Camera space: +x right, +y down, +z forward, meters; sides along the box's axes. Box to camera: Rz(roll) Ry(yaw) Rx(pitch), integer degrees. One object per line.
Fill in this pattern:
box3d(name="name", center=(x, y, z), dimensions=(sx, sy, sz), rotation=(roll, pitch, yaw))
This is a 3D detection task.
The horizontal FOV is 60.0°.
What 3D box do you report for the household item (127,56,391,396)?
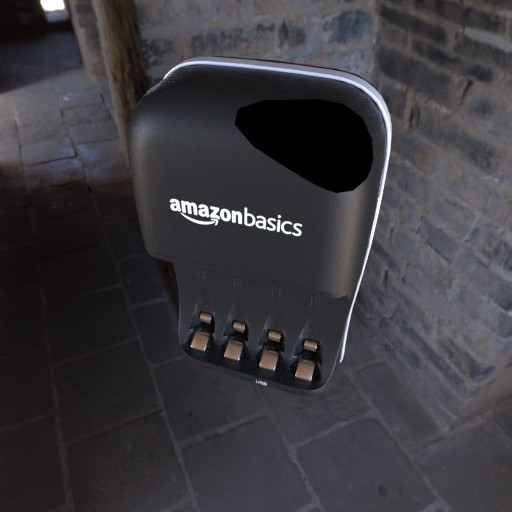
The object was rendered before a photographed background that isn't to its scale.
box3d(name="household item", center=(0.000, 0.000, 0.145), dimensions=(0.070, 0.114, 0.038), rotation=(12, 42, 14))
